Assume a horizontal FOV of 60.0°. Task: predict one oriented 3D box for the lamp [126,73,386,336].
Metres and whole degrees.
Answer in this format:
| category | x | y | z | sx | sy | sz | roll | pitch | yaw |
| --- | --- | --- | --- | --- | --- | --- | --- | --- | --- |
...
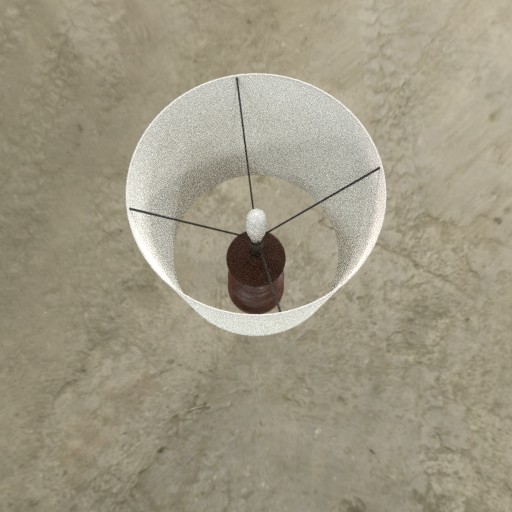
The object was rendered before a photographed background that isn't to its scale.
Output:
| category | x | y | z | sx | sy | sz | roll | pitch | yaw |
| --- | --- | --- | --- | --- | --- | --- | --- | --- | --- |
| lamp | 0.000 | 0.000 | 0.576 | 0.208 | 0.455 | 0.208 | -29 | 78 | -7 |
